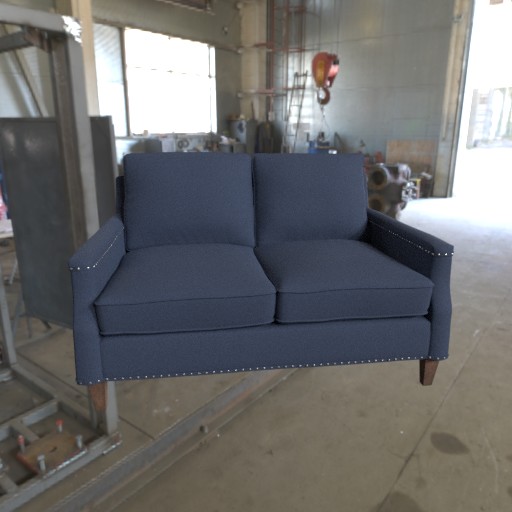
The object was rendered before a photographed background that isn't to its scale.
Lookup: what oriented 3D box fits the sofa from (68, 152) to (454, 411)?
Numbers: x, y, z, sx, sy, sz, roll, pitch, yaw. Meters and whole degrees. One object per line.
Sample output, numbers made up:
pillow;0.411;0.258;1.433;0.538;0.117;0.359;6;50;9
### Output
sofa;0.000;0.000;2.258;1.597;1.003;1.084;-2;16;-7
